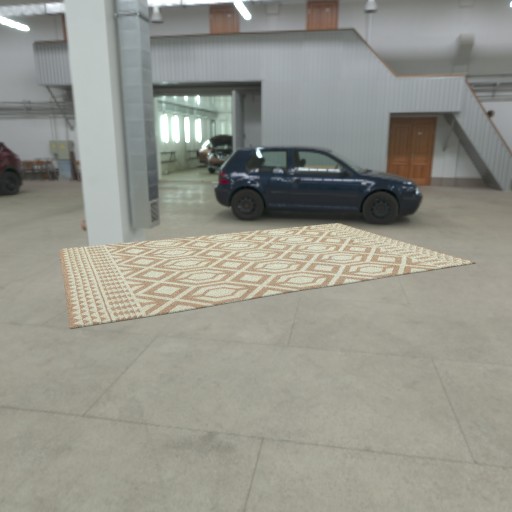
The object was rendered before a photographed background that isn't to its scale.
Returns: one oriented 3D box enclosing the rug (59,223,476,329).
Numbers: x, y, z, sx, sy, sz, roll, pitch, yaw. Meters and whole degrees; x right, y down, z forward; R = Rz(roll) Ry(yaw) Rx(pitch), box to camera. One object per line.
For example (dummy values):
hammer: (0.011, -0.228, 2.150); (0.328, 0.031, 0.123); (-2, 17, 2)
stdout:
rug: (0.000, 0.000, 3.028); (2.435, 0.011, 1.526); (-7, 16, -24)
